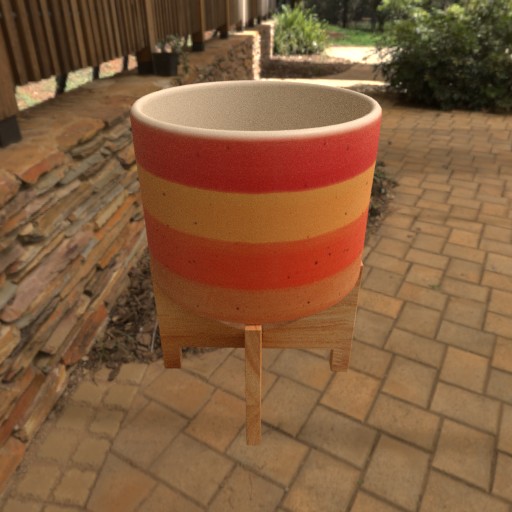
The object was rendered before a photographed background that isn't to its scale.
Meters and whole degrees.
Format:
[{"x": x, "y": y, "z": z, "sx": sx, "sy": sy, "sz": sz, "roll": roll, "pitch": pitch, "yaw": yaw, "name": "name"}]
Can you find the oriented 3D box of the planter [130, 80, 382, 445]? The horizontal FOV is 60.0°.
[{"x": 0.000, "y": 0.000, "z": 0.559, "sx": 0.269, "sy": 0.379, "sz": 0.269, "roll": 0, "pitch": 31, "yaw": 0, "name": "planter"}]
